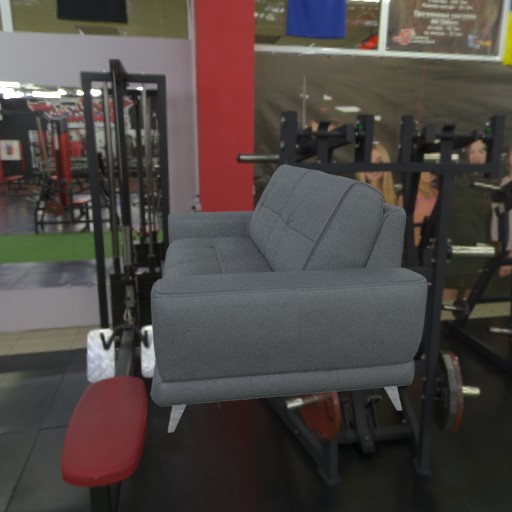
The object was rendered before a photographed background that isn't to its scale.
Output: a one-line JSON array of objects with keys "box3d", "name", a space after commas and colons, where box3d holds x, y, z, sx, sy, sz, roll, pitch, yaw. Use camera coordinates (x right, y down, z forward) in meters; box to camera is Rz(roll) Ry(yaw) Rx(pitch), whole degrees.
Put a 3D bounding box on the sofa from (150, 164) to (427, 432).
[{"box3d": [0.000, 0.000, 2.385, 1.018, 0.907, 1.806, -2, 15, -9], "name": "sofa"}]
